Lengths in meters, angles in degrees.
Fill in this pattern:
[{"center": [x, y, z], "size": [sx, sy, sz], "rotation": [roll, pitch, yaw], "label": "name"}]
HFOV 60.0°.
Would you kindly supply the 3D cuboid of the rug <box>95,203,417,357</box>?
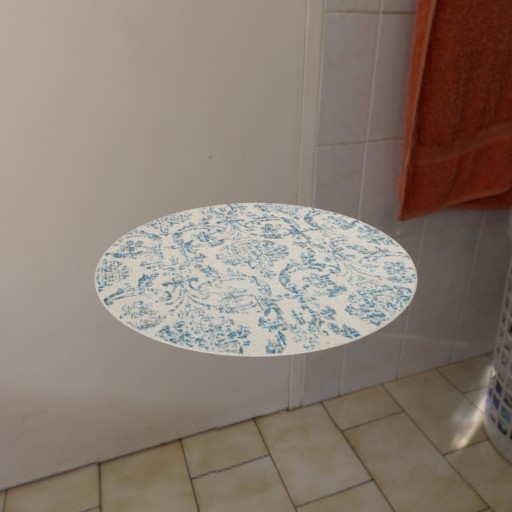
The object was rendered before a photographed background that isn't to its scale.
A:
[{"center": [0.000, 0.000, 2.299], "size": [1.593, 0.012, 1.593], "rotation": [0, 27, 0], "label": "rug"}]
